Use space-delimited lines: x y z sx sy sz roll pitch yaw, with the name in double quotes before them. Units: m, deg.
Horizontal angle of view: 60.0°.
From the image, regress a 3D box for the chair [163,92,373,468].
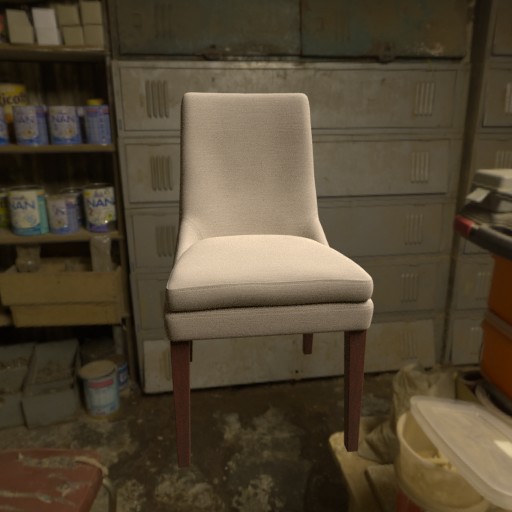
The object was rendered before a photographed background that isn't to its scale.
"chair" 0.000 0.000 1.321 0.515 0.940 0.638 -2 17 -7
